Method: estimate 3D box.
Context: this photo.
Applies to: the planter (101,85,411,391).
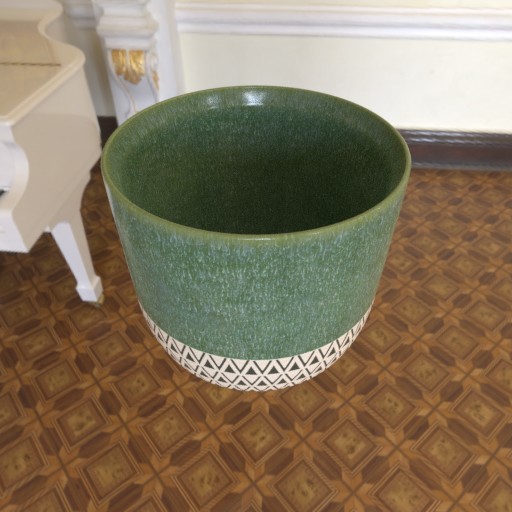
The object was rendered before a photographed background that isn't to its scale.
[{"bbox_3d":[0.000,0.000,0.480,0.266,0.270,0.266,0,42,0],"label":"planter"}]
